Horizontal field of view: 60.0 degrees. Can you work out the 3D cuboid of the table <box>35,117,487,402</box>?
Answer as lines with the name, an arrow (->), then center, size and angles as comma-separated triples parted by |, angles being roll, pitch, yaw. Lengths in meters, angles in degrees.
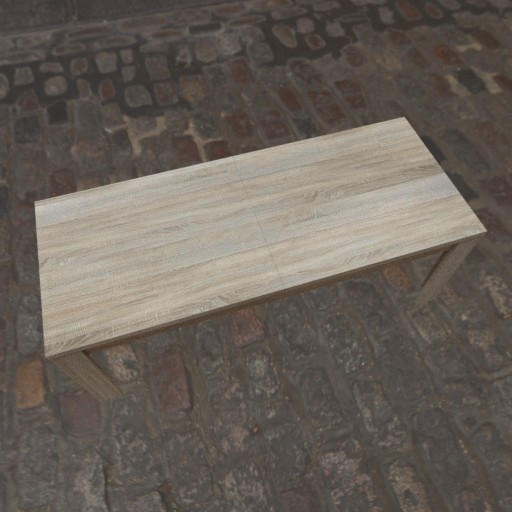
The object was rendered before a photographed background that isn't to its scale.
table -> 0.000, 0.000, 2.656 | 2.200, 0.790, 0.900 | -15, 59, -9
